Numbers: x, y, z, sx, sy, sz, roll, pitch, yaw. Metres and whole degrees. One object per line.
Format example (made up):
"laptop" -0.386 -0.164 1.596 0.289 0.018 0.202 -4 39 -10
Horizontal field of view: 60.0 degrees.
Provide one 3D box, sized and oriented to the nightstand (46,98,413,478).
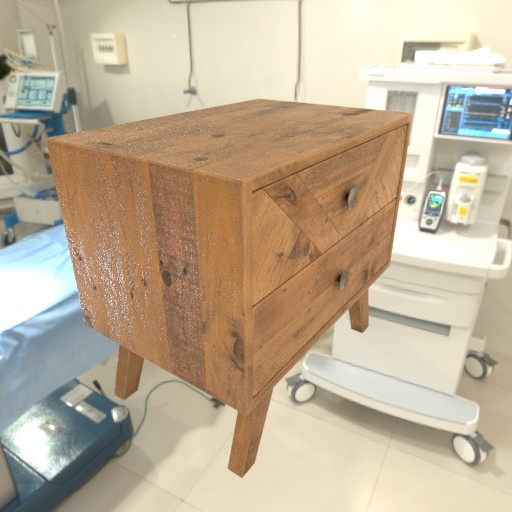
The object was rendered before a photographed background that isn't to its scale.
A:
"nightstand" 0.000 0.000 1.034 0.450 0.599 0.650 18 32 31
